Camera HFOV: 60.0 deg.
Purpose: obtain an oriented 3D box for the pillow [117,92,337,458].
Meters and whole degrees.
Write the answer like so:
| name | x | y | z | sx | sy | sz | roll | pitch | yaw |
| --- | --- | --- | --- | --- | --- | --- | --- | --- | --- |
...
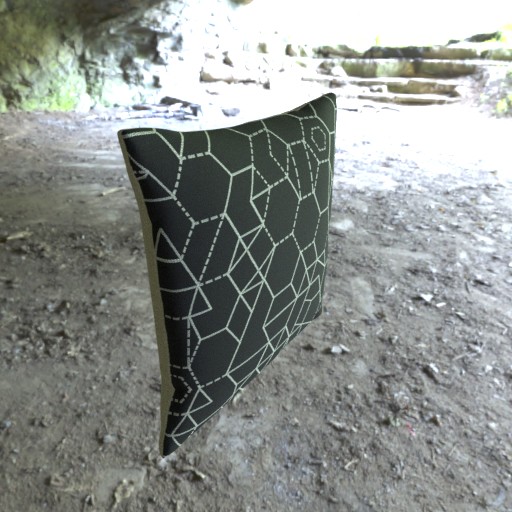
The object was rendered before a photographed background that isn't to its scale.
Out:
| name | x | y | z | sx | sy | sz | roll | pitch | yaw |
| --- | --- | --- | --- | --- | --- | --- | --- | --- | --- |
| pillow | 0.000 | 0.000 | 0.780 | 0.158 | 0.508 | 0.517 | 17 | 31 | 31 |
